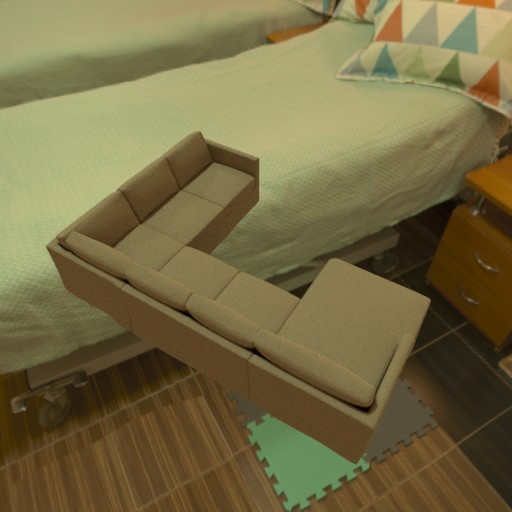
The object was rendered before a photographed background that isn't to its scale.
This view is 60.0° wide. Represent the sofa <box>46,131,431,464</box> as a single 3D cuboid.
[{"bbox_3d":[0.000,0.000,4.648,3.528,0.878,2.476,24,51,21],"label":"sofa"}]
